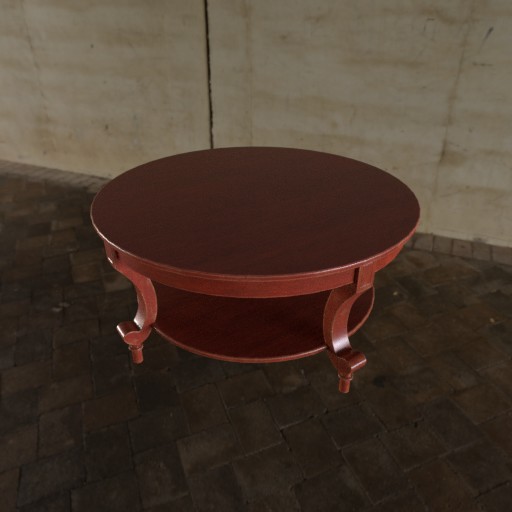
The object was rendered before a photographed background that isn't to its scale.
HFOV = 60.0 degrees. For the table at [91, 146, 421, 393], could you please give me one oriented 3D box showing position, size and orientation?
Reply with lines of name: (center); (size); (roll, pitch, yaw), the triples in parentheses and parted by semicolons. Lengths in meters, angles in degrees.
table: (0.000, 0.000, 1.562); (1.029, 0.486, 1.029); (0, 30, 0)
